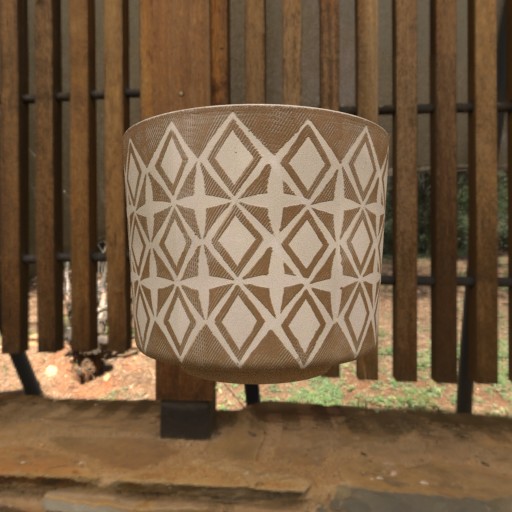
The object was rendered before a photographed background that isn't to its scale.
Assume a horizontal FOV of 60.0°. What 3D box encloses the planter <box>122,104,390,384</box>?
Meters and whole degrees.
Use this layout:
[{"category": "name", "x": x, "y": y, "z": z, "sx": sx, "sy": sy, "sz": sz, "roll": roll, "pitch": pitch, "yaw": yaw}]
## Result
[{"category": "planter", "x": 0.000, "y": 0.000, "z": 0.450, "sx": 0.260, "sy": 0.220, "sz": 0.260, "roll": 0, "pitch": 0, "yaw": 0}]
